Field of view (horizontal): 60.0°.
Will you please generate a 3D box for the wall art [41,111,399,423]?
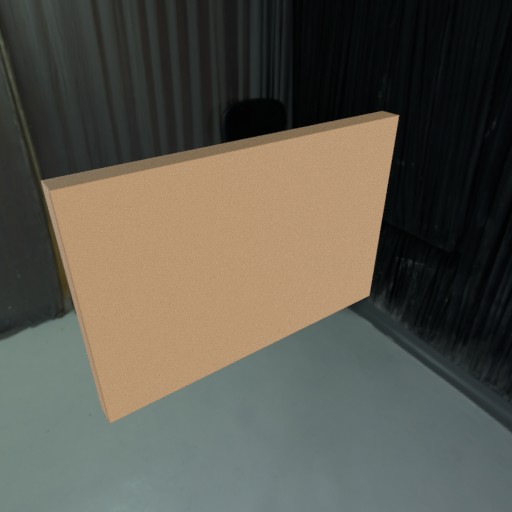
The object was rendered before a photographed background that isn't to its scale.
[{"bbox_3d":[0.000,0.000,0.779,0.609,0.407,0.039,-20,37,-29],"label":"wall art"}]
